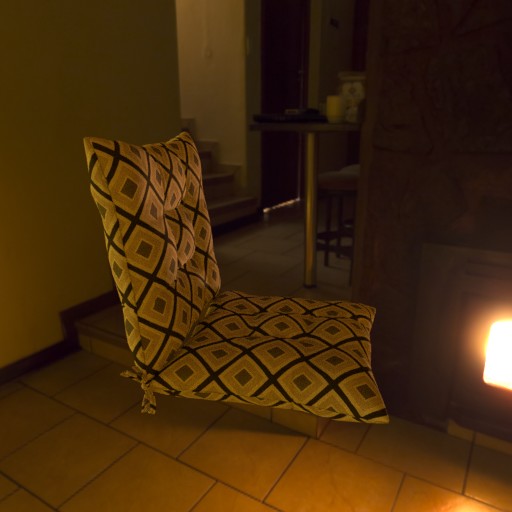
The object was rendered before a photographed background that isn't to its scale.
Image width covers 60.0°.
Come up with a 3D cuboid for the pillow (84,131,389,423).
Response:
[{"bbox_3d":[0.000,0.000,1.004,0.585,0.536,0.541,3,17,11],"label":"pillow"}]
